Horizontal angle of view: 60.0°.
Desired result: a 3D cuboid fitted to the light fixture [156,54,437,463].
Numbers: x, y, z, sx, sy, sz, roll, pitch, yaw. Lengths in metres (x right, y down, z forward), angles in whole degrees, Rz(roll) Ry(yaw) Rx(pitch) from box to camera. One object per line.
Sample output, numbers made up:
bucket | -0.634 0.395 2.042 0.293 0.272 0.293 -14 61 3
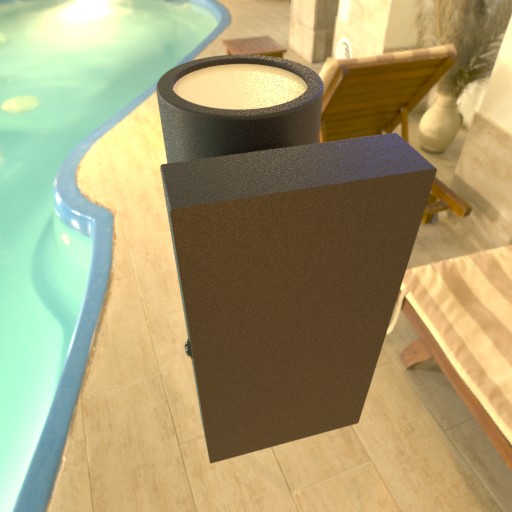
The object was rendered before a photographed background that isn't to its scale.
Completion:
light fixture | 0.000 0.000 0.253 0.098 0.179 0.138 -10 43 -11
